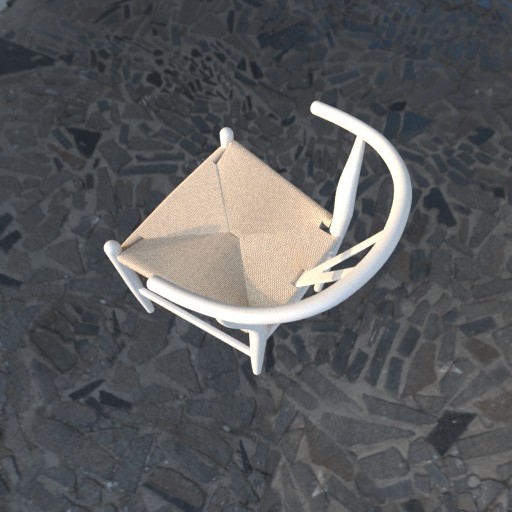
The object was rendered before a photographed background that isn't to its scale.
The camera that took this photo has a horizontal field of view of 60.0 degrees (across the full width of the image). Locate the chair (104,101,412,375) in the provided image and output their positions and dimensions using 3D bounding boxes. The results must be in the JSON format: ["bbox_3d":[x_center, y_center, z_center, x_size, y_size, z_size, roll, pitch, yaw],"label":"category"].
[{"bbox_3d":[0.000,0.000,1.156,0.579,0.730,0.569,34,68,16],"label":"chair"}]
